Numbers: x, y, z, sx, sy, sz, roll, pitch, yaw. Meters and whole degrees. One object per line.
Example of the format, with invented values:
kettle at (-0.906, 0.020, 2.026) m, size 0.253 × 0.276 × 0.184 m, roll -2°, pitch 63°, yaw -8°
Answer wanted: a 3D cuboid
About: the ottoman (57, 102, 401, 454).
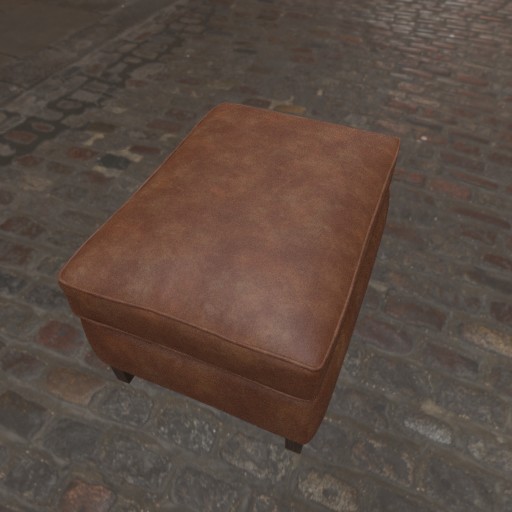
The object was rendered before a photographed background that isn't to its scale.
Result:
ottoman at (0.000, 0.000, 0.995) m, size 0.501 × 0.418 × 0.665 m, roll 17°, pitch 49°, yaw 15°
